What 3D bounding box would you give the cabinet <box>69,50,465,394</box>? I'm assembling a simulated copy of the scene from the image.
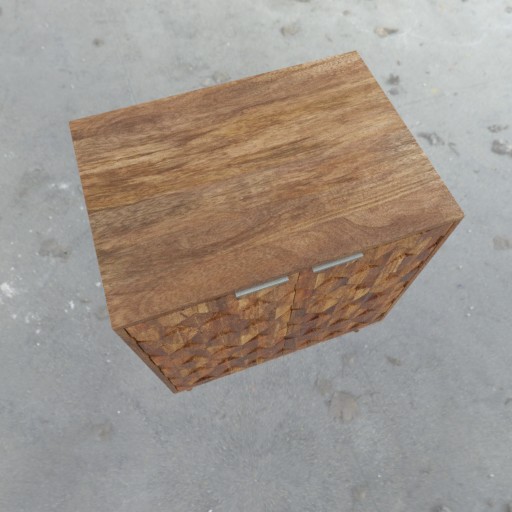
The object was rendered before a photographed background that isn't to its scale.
[{"bbox_3d":[0.000,0.000,1.191,0.647,0.758,0.473,-17,64,-9],"label":"cabinet"}]
